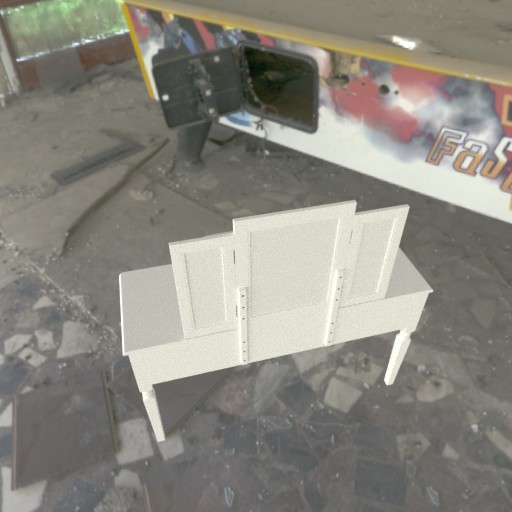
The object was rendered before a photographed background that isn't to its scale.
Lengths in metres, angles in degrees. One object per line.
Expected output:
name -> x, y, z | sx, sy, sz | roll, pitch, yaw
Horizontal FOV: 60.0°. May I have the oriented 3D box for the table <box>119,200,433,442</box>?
table -> 0.000, 0.000, 2.330 | 1.369, 1.310, 1.115 | -10, 42, -11
